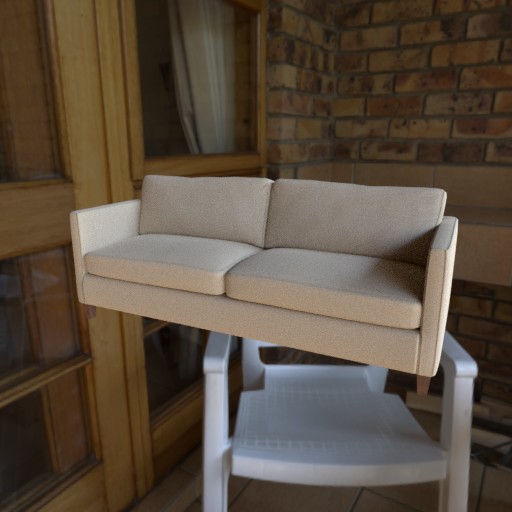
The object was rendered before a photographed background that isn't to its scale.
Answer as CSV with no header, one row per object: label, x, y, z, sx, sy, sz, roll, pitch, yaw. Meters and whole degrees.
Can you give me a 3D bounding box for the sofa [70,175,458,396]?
sofa,0.000,0.000,2.912,2.361,0.968,0.951,7,17,25
